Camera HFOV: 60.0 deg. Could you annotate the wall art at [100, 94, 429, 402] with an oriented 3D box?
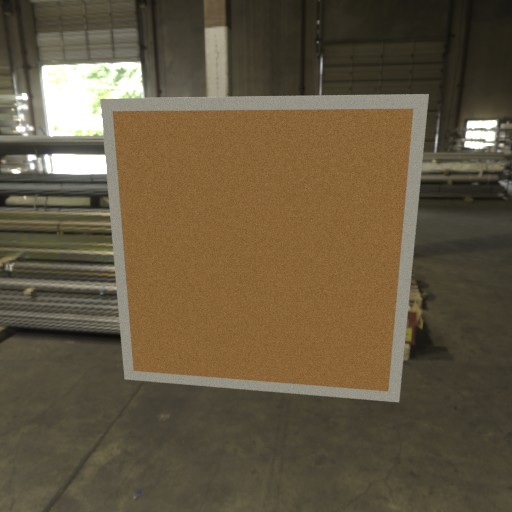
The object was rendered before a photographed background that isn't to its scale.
[{"bbox_3d":[0.000,0.000,1.198,0.812,0.813,0.013,2,15,8],"label":"wall art"}]
